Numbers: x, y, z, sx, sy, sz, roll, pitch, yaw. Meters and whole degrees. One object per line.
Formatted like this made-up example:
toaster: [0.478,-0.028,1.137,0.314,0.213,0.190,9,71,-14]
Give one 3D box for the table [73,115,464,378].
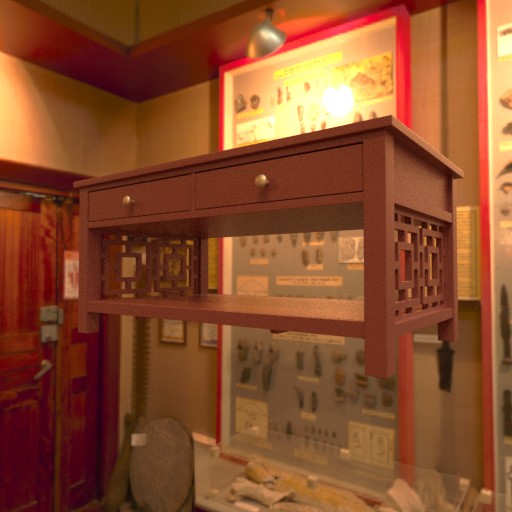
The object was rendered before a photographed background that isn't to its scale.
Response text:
table: [0.000,0.000,1.372,1.068,0.493,0.612,-1,-2,37]
